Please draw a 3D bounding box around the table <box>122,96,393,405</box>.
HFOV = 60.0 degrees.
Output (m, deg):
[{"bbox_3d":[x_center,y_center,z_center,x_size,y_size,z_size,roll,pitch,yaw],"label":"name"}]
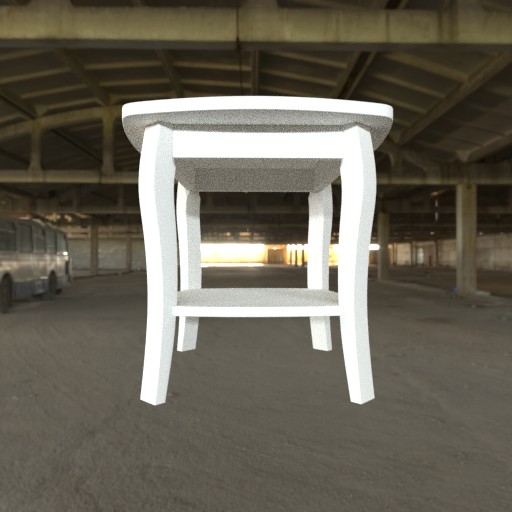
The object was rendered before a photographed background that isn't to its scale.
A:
[{"bbox_3d":[0.000,0.000,0.855,0.451,0.438,0.502,0,0,-1],"label":"table"}]
